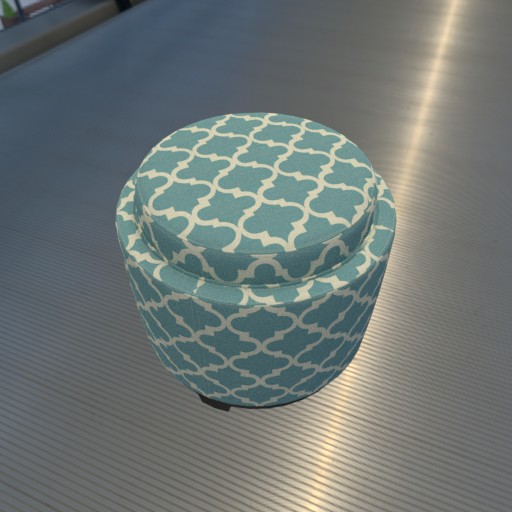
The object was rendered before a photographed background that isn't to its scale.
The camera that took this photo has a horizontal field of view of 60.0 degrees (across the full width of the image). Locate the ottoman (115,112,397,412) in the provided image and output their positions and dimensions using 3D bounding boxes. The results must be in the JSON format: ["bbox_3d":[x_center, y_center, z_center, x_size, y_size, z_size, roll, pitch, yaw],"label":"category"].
[{"bbox_3d":[0.000,0.000,0.862,0.480,0.429,0.480,0,46,0],"label":"ottoman"}]
